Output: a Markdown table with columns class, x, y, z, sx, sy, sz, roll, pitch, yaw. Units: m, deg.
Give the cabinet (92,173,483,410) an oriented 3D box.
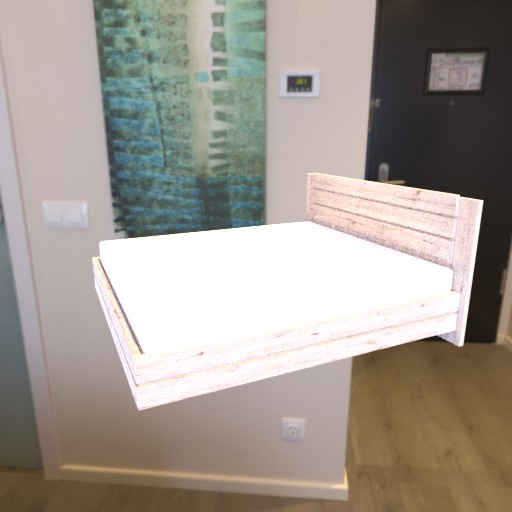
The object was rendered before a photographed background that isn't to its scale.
| class | x | y | z | sx | sy | sz | roll | pitch | yaw |
| --- | --- | --- | --- | --- | --- | --- | --- | --- | --- |
| cabinet | 0.000 | 0.000 | 3.195 | 2.080 | 0.970 | 1.950 | -7 | 17 | -24 |
